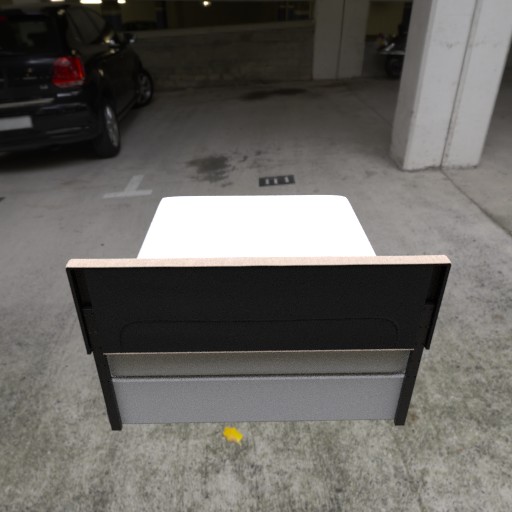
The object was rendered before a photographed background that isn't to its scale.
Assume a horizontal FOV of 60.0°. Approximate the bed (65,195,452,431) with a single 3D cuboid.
[{"bbox_3d":[0.000,0.000,2.859,1.616,1.016,1.876,-1,30,-1],"label":"bed"}]
